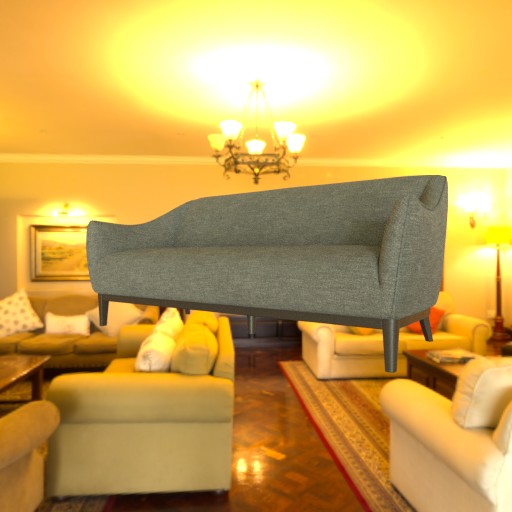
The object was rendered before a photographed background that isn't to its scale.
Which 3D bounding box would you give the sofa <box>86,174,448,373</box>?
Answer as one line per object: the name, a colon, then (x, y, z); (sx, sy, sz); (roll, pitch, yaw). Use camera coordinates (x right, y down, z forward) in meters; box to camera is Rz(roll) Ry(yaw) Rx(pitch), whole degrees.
sofa: (0.000, 0.000, 2.397); (1.928, 0.829, 0.867); (0, 0, 37)
